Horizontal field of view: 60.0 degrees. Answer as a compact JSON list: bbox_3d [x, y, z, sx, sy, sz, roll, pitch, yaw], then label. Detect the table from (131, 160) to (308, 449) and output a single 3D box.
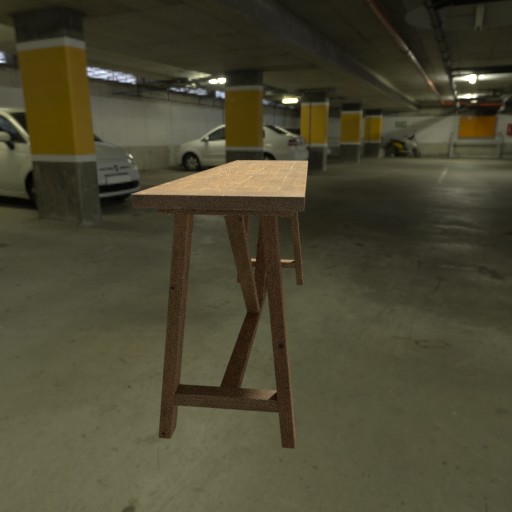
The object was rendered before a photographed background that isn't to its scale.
[{"bbox_3d":[0.000,0.000,2.135,0.465,0.810,1.800,2,15,7],"label":"table"}]
